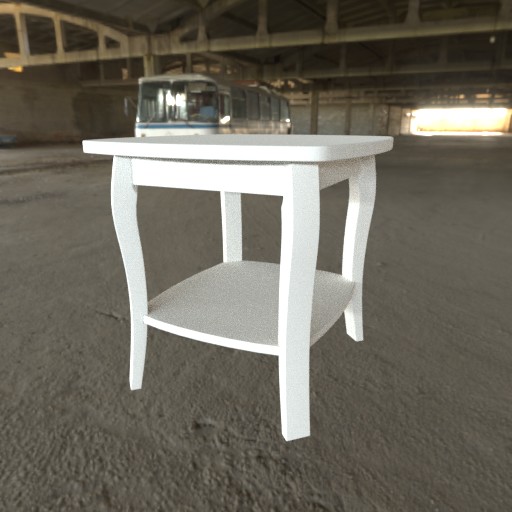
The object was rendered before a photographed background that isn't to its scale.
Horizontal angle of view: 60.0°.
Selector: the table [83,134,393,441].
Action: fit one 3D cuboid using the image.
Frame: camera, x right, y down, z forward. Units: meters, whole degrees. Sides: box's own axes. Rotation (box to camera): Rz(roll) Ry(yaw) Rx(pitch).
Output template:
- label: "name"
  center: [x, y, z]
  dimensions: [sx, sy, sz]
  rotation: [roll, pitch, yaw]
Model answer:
- label: "table"
  center: [0.000, 0.000, 0.849]
  dimensions: [0.451, 0.438, 0.502]
  rotation: [8, 19, 25]
